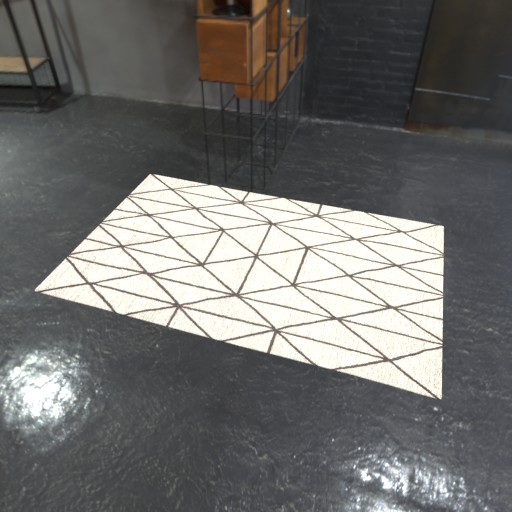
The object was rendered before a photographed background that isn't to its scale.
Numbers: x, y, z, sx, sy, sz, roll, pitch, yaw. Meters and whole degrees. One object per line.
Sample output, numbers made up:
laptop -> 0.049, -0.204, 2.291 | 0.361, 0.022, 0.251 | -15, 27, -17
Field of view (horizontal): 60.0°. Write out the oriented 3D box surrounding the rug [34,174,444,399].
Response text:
rug -> 0.000, 0.000, 3.070 | 2.465, 0.008, 1.526 | 12, 42, 14
